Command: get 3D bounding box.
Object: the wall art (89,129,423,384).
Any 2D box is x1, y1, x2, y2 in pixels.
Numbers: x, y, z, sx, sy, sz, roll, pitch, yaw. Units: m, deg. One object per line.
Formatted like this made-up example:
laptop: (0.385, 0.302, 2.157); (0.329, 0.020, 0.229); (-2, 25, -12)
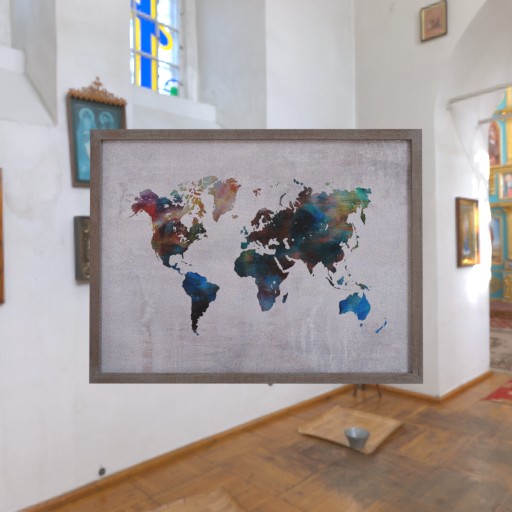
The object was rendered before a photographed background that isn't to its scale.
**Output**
wall art: (0.000, 0.000, 1.357); (1.012, 0.774, 0.019); (0, -1, 0)
